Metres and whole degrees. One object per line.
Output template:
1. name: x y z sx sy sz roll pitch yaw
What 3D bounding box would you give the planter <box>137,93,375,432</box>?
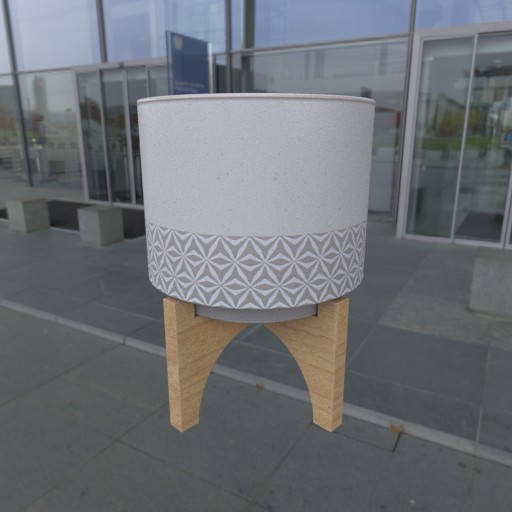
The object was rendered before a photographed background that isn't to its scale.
1. planter: 0.000 0.000 0.396 0.188 0.260 0.188 0 16 0
